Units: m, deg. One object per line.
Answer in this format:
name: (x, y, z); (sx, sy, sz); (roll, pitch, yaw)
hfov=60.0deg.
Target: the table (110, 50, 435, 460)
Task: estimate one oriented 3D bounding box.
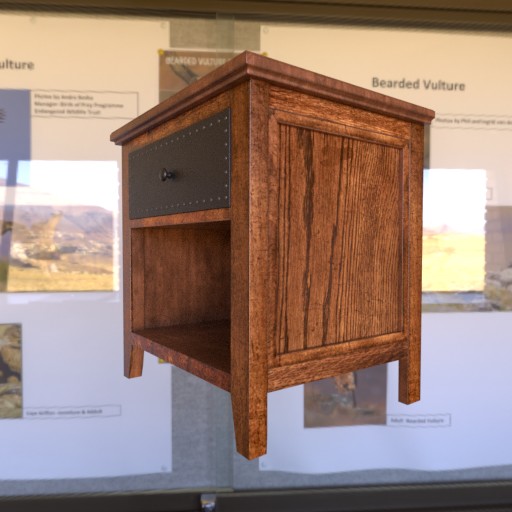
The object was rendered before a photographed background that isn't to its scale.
table: (0.000, 0.000, 0.995); (0.461, 0.597, 0.586); (-1, 2, -36)
